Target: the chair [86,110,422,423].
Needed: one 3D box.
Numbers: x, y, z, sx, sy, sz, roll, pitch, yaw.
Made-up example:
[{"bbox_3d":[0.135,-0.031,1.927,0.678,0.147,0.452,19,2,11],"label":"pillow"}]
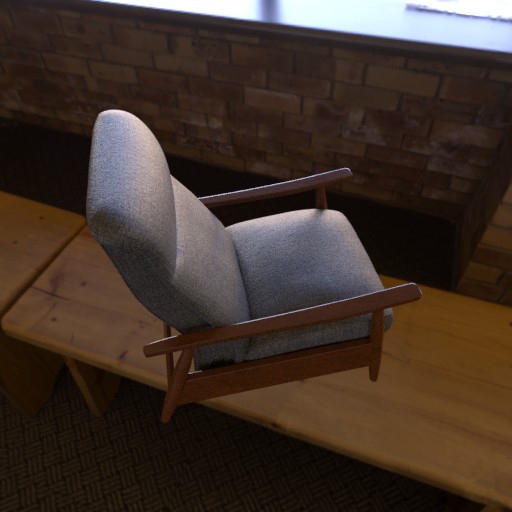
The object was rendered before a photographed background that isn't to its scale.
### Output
[{"bbox_3d":[0.000,0.000,1.779,1.030,1.082,0.762,-8,47,-8],"label":"chair"}]
